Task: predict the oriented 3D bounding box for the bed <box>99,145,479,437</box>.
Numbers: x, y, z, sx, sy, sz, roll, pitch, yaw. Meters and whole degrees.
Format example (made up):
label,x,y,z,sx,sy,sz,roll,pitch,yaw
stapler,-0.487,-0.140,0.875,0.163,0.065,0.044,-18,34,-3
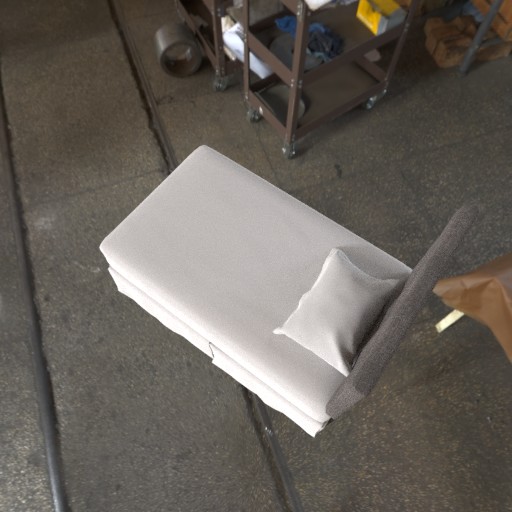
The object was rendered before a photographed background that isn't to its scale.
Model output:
label,x,y,z,sx,sy,sz,roll,pitch,yaw
bed,0.000,0.000,2.969,1.997,1.571,1.261,33,68,15
